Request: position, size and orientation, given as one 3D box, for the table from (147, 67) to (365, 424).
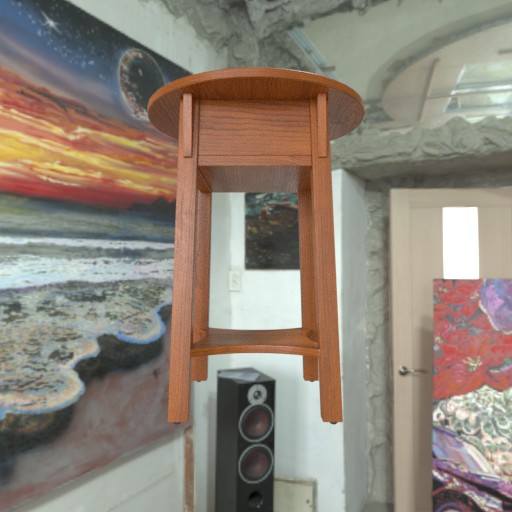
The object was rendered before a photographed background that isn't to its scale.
[{"bbox_3d":[0.000,0.000,0.951,0.457,0.610,0.457,0,-2,0],"label":"table"}]
